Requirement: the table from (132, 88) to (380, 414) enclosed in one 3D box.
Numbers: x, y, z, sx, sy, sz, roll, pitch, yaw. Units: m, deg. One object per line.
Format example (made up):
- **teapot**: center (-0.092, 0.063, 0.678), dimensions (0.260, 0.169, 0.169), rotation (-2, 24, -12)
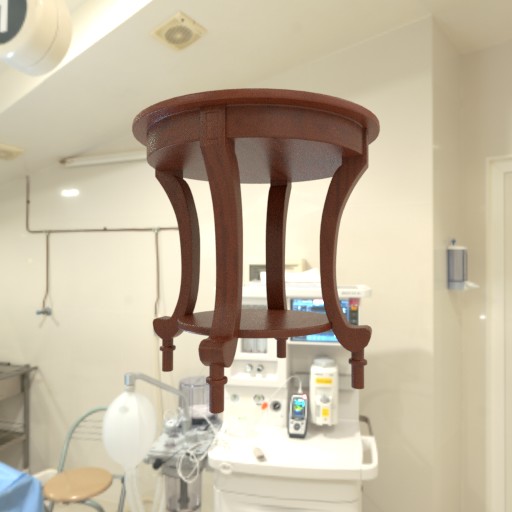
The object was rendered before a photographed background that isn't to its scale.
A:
- **table**: center (0.000, 0.000, 1.107), dimensions (0.597, 0.612, 0.597), rotation (0, 0, 0)
